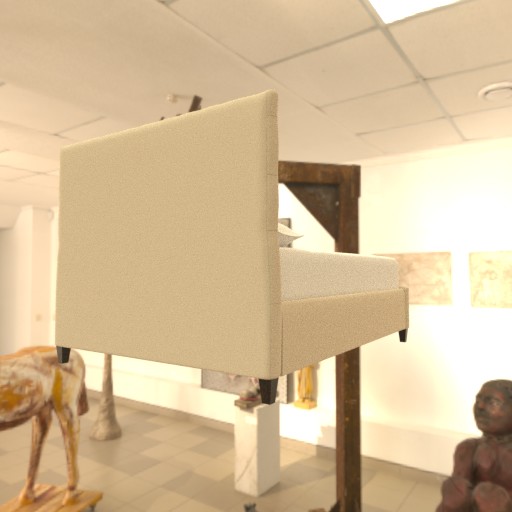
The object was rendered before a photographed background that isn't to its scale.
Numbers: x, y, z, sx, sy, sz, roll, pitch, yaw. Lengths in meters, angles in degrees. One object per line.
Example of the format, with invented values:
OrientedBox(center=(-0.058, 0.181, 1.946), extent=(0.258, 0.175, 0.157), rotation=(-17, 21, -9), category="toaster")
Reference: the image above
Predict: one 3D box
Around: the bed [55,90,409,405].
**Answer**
OrientedBox(center=(0.000, 0.000, 3.354), extent=(1.696, 1.426, 2.233), rotation=(-1, -3, 34), category="bed")
